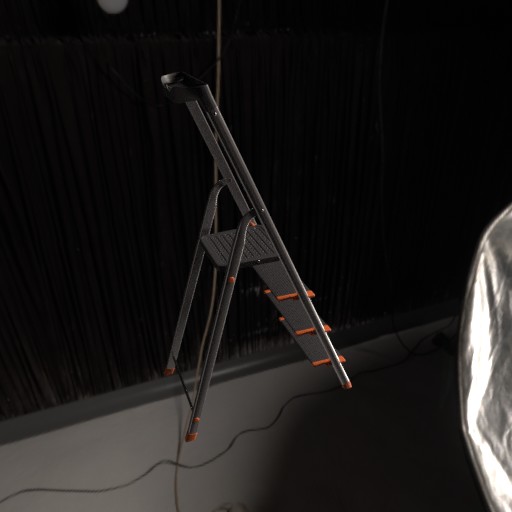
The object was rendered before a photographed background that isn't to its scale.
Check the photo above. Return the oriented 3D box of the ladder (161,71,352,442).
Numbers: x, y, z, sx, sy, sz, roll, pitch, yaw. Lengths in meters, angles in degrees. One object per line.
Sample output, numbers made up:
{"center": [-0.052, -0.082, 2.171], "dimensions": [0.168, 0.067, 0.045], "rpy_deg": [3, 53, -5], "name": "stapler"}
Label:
{"center": [0.000, 0.000, 1.863], "dimensions": [0.834, 1.429, 0.452], "rpy_deg": [-12, 32, -19], "name": "ladder"}
